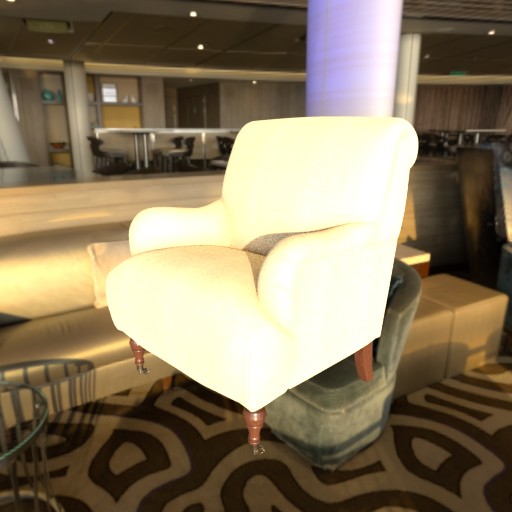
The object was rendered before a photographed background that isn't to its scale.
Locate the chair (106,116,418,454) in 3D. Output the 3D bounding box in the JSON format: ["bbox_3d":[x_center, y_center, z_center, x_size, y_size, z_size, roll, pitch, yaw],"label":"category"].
[{"bbox_3d":[0.000,0.000,1.554,0.842,0.944,0.766,-15,22,-43],"label":"chair"}]
